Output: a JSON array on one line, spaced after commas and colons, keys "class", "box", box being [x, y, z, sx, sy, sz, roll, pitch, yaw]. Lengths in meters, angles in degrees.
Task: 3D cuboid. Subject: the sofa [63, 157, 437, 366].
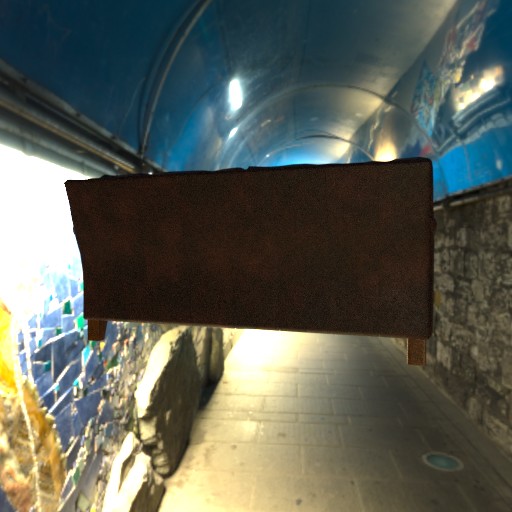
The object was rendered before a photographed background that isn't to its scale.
[{"class": "sofa", "box": [0.000, 0.000, 2.841, 2.144, 1.071, 1.147, 0, 1, 18]}]
